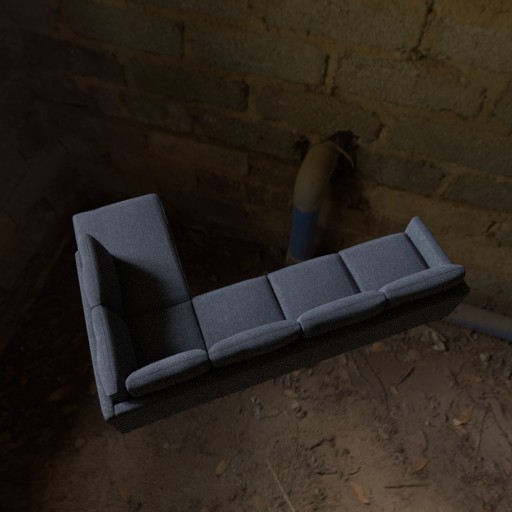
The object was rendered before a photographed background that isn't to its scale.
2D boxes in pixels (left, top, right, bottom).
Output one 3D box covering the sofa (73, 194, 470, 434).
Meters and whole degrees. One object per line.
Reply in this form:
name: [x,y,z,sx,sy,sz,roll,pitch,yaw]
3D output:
sofa: [0.000,0.000,3.894,2.949,0.815,2.007,-17,60,-10]
